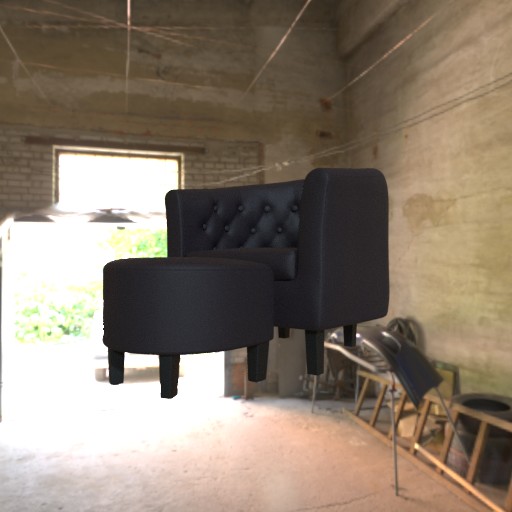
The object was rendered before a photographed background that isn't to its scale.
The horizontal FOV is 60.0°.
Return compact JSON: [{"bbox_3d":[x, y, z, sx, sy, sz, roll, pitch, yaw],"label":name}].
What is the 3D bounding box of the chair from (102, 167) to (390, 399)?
[{"bbox_3d":[0.000,0.000,1.638,0.763,0.760,1.191,-1,-1,37],"label":"chair"}]
